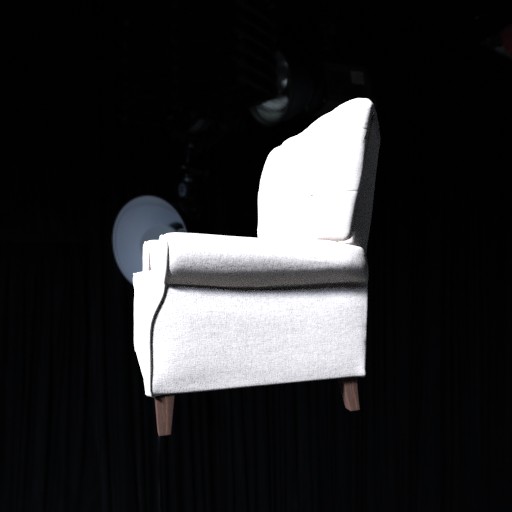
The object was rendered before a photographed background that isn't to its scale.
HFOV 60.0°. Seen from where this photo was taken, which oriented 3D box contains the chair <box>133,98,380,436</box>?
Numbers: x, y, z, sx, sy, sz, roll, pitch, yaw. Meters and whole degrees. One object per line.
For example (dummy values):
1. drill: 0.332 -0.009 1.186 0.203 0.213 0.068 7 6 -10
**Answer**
1. chair: 0.000 0.000 1.957 1.025 1.209 0.942 0 0 -18
